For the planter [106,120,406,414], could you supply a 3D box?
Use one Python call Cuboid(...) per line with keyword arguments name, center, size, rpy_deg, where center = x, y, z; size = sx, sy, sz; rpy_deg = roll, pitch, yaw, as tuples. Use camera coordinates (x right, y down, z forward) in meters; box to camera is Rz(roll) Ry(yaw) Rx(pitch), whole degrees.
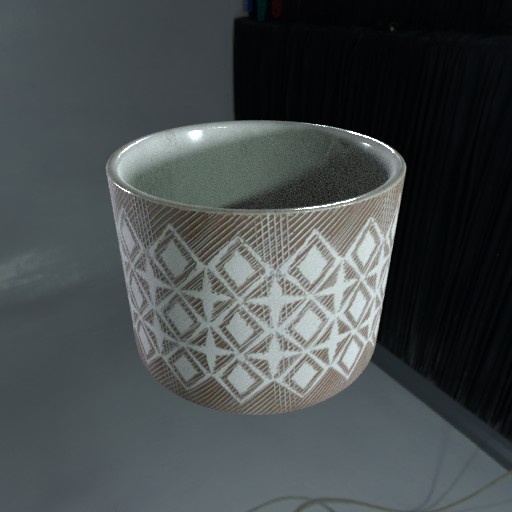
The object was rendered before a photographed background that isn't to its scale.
Cuboid(name="planter", center=(0.000, 0.000, 0.220), size=(0.126, 0.104, 0.126), rpy_deg=(0, 30, 0))
